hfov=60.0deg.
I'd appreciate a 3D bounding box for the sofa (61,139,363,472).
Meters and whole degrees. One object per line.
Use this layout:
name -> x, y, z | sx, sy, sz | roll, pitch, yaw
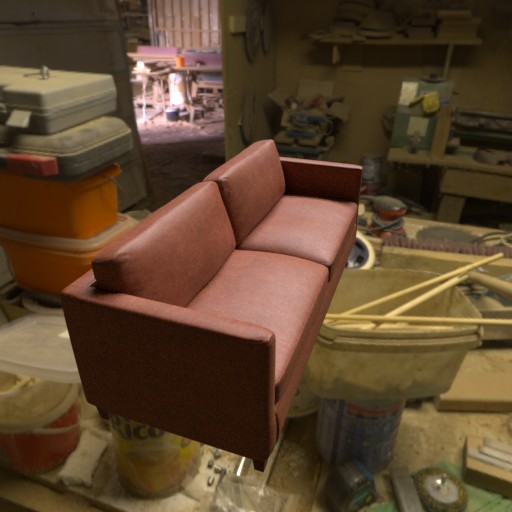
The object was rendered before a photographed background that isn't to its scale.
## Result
sofa -> 0.000, 0.000, 2.703 | 0.950, 0.932, 2.204 | 10, 30, 18
